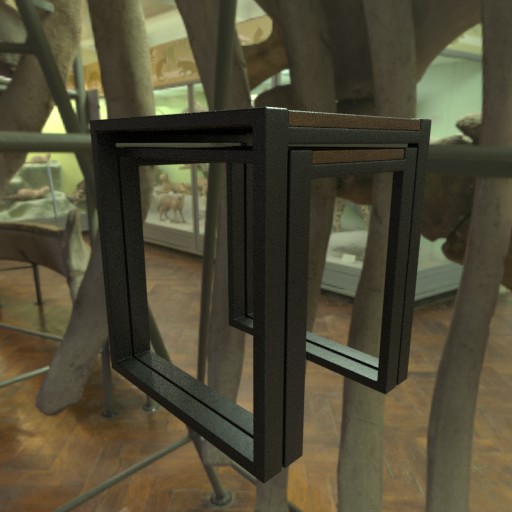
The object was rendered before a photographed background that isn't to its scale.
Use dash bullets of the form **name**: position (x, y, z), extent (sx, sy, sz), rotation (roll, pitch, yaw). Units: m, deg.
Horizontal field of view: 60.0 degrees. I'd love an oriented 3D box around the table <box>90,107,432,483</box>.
- **table**: position (0.000, 0.000, 0.934), extent (0.449, 0.550, 0.500), rotation (-14, 20, -42)
